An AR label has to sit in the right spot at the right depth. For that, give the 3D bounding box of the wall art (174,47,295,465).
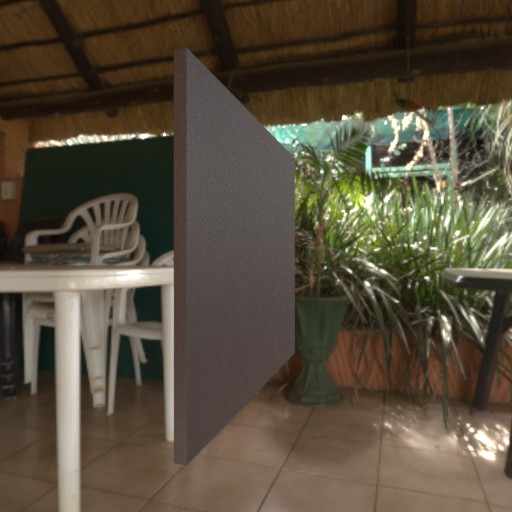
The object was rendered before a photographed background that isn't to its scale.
[{"bbox_3d":[0.000,0.000,1.593,0.034,0.952,1.207,0,0,17],"label":"wall art"}]
